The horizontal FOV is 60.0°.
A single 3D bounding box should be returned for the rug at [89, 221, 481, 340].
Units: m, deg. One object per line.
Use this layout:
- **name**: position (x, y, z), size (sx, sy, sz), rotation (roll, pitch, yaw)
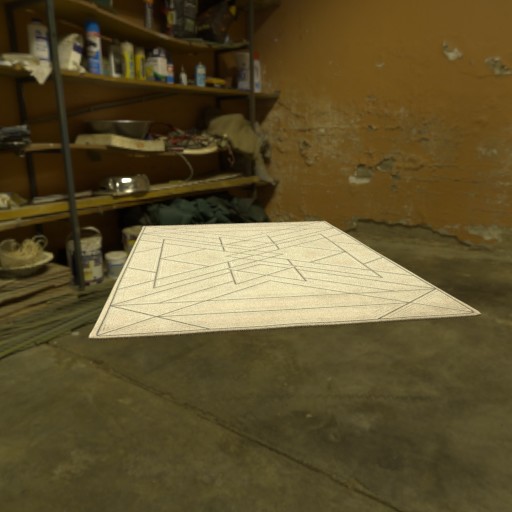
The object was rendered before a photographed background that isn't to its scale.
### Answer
- **rug**: position (0.000, 0.000, 4.277), size (2.436, 0.026, 3.381), rotation (-2, 15, -8)
